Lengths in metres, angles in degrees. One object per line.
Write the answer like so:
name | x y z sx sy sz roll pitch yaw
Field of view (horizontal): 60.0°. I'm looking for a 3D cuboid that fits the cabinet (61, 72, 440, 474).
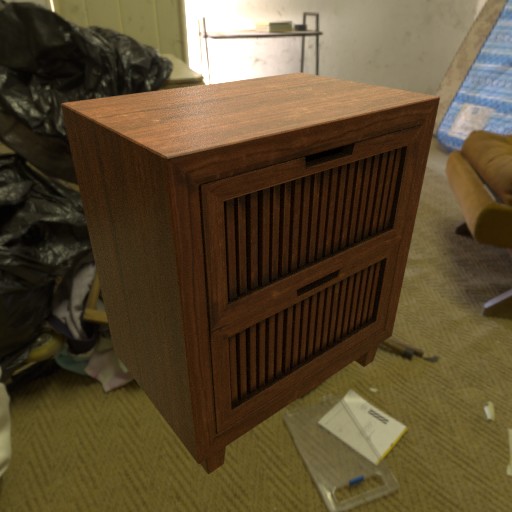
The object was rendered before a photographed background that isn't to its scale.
cabinet | 0.000 0.000 1.025 0.607 0.695 0.410 -22 37 -32
